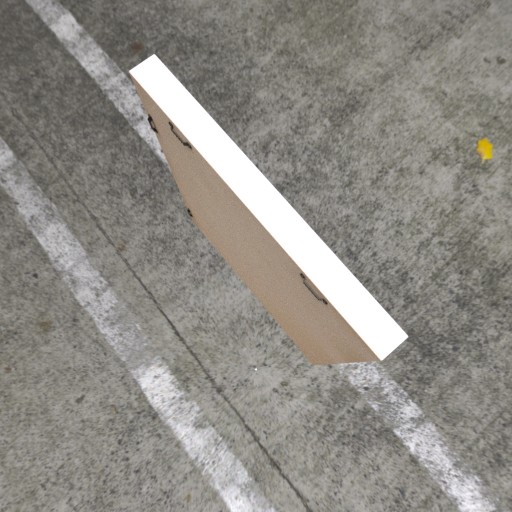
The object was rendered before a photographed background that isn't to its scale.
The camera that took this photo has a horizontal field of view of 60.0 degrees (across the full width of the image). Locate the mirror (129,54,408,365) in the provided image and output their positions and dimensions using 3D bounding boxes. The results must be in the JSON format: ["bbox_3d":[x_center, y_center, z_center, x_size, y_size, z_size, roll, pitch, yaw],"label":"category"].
[{"bbox_3d":[0.000,0.000,0.700,0.041,0.508,0.405,-39,79,-9],"label":"mirror"}]
